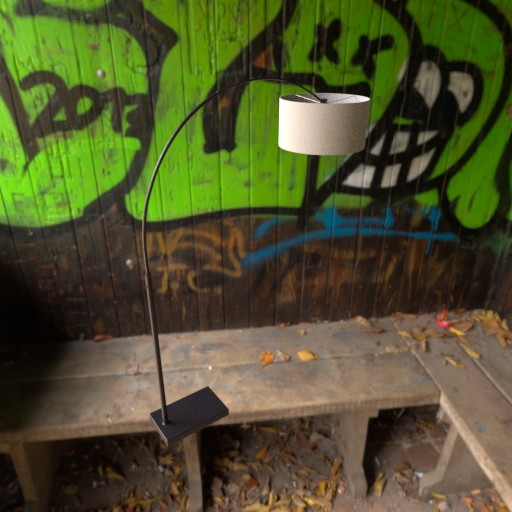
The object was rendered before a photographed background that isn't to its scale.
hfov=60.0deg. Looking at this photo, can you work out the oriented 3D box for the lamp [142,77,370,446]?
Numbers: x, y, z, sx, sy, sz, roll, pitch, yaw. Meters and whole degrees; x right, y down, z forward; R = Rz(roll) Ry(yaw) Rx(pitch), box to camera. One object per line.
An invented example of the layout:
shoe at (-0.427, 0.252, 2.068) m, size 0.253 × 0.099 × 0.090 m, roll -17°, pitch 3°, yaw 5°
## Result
lamp at (0.000, 0.000, 2.579) m, size 1.424 × 1.927 × 0.493 m, roll -17°, pitch 31°, yaw -32°
